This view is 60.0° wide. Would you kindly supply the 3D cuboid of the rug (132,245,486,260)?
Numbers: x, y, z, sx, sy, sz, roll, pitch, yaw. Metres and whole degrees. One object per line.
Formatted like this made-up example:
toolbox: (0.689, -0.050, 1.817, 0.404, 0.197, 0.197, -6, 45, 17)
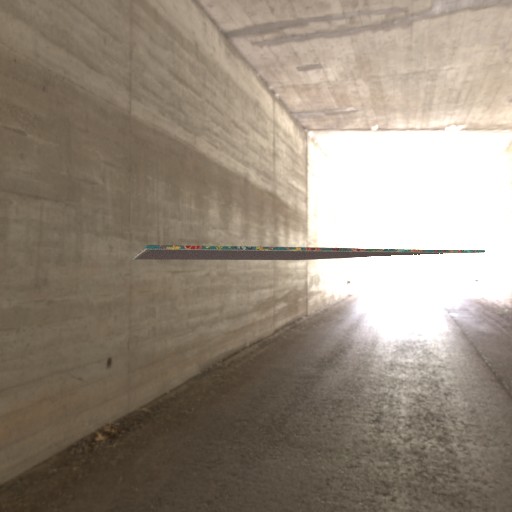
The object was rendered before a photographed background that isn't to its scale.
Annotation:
rug: (0.000, 0.000, 2.913, 1.527, 0.016, 2.290, 0, -1, -17)
